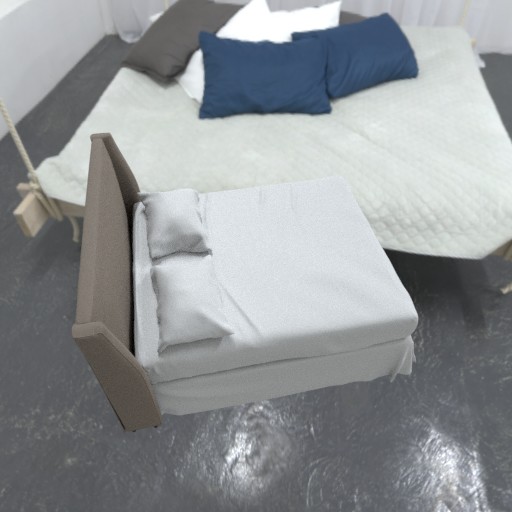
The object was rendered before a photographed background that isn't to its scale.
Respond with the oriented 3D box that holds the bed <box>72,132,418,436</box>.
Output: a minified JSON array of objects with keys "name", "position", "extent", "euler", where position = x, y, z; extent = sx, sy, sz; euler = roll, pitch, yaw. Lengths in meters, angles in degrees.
[{"name":"bed","position":[0.000,0.000,3.455],"extent":[2.276,1.332,1.925],"euler":[-8,48,-8]}]
